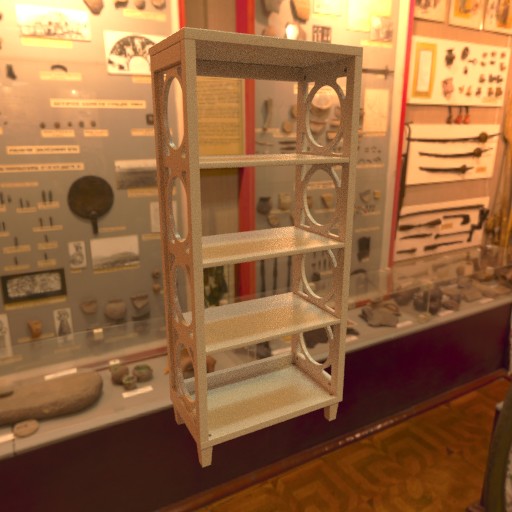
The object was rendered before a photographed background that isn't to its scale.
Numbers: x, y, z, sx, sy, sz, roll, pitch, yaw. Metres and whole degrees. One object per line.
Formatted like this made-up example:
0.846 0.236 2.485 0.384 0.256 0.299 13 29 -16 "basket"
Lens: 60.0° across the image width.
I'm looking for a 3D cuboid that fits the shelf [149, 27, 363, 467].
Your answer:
0.000 0.000 1.633 0.611 1.411 0.340 -8 18 -27 "shelf"
